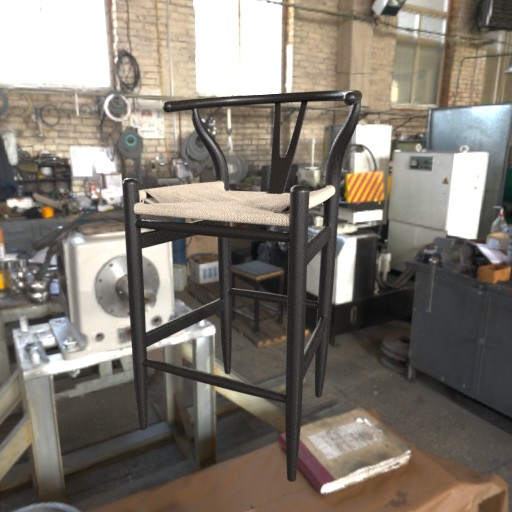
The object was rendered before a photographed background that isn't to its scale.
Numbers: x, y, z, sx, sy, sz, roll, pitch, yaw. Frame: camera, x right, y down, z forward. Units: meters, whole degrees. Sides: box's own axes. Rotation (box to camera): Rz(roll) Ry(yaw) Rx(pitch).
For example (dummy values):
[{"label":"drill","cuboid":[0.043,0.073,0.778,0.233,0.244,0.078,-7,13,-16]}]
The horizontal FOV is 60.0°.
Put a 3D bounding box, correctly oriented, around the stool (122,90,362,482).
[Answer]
[{"label":"stool","cuboid":[0.000,0.000,1.316,0.569,0.970,0.579,7,15,25]}]
